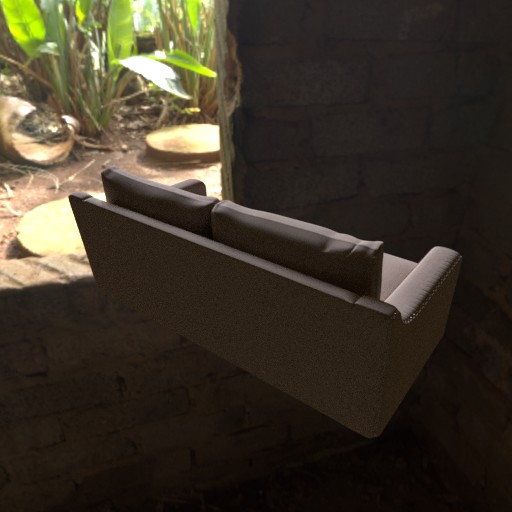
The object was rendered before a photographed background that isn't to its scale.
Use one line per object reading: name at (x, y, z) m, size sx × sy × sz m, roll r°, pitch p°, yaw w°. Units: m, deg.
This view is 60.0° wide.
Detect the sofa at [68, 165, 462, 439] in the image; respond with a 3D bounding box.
sofa at (0.000, 0.000, 2.530) m, size 1.967 × 0.901 × 1.030 m, roll 20°, pitch 34°, yaw 32°
